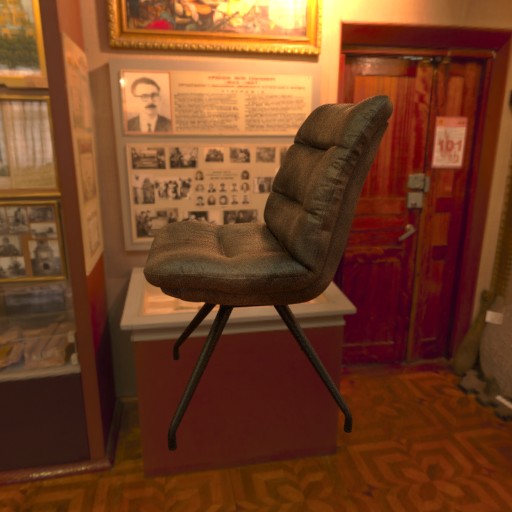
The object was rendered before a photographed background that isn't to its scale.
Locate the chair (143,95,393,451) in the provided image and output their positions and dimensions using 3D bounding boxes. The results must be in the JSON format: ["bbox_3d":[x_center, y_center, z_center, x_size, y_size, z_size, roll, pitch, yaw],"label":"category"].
[{"bbox_3d":[0.000,0.000,1.286,0.622,0.870,0.549,-2,15,-8],"label":"chair"}]
